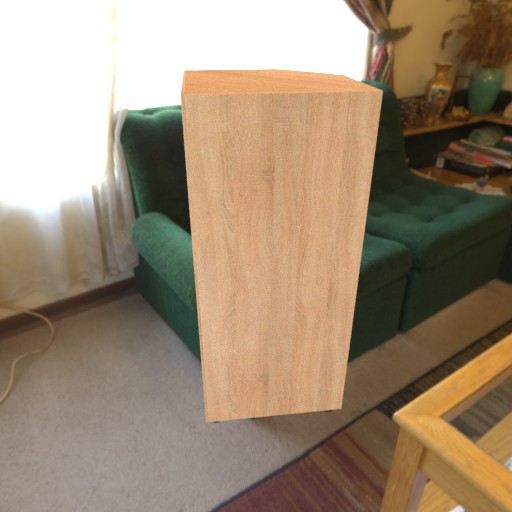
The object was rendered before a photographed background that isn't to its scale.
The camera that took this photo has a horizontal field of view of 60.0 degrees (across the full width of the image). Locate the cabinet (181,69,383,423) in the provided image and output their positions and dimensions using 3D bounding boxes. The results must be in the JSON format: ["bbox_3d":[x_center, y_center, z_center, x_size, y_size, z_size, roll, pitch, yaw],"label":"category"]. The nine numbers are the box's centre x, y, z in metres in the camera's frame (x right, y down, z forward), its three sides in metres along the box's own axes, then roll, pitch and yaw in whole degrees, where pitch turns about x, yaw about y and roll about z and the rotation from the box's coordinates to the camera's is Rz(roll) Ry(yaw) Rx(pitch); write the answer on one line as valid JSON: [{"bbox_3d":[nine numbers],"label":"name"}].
[{"bbox_3d":[0.000,0.000,2.865,1.327,2.120,1.094,21,35,32],"label":"cabinet"}]
